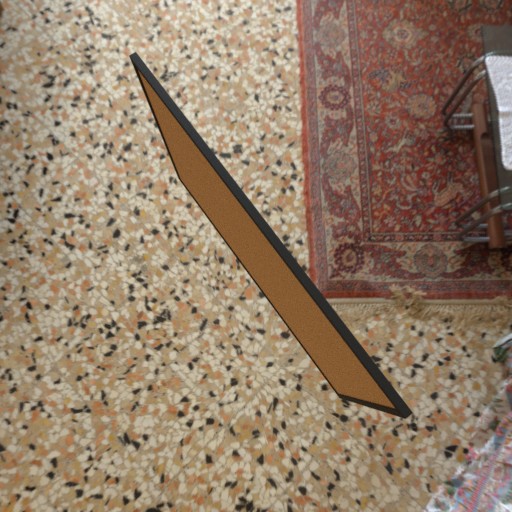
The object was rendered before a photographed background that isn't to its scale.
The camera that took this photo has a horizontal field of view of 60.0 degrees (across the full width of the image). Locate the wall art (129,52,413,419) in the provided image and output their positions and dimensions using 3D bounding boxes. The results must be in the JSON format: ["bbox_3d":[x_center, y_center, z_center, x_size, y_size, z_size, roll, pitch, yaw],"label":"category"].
[{"bbox_3d":[0.000,0.000,0.852,0.013,0.458,0.664,-35,78,-9],"label":"wall art"}]
